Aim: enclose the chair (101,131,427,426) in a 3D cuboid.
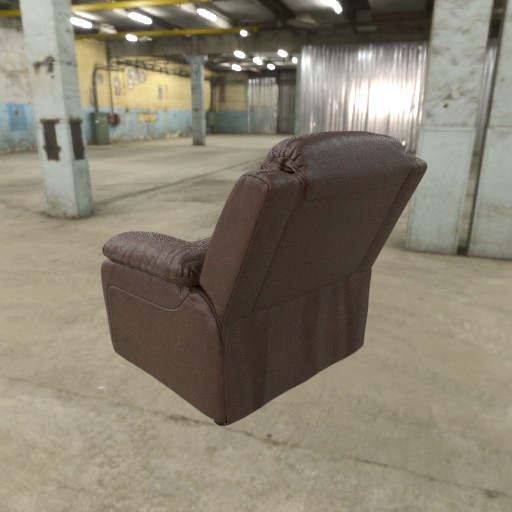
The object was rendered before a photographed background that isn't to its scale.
[{"bbox_3d":[0.000,0.000,1.279,0.680,0.702,0.707,-15,23,-41],"label":"chair"}]
